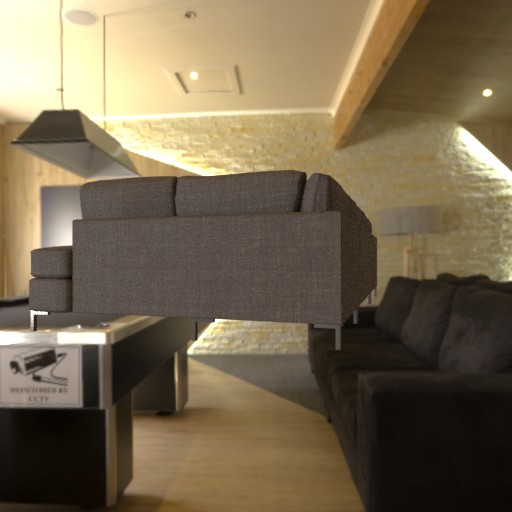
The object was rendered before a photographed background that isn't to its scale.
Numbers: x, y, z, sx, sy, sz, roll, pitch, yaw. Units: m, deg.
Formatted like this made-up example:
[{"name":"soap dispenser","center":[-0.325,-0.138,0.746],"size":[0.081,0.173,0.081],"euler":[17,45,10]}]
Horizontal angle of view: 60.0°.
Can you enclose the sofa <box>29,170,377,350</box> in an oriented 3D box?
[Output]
[{"name":"sofa","center":[0.000,0.000,4.208],"size":[2.048,0.999,3.423],"euler":[0,0,18]}]
